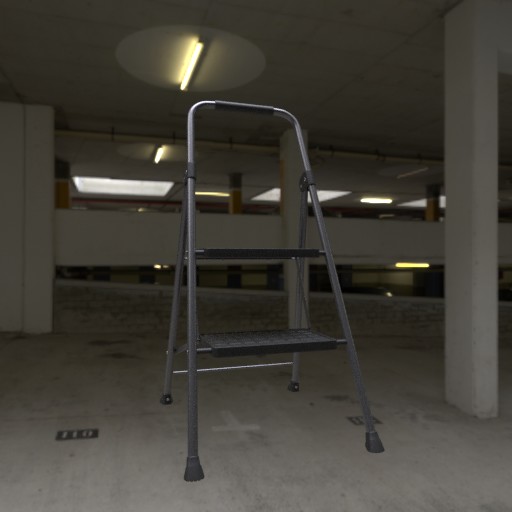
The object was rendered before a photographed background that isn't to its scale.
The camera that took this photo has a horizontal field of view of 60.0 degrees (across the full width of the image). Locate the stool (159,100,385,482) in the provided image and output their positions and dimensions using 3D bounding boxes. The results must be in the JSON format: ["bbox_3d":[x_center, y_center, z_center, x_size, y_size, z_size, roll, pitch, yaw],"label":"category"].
[{"bbox_3d":[0.000,0.000,1.162,0.450,0.872,0.514,0,0,-18],"label":"stool"}]
